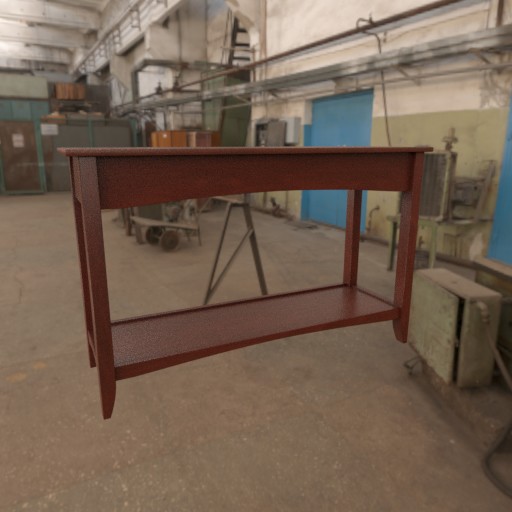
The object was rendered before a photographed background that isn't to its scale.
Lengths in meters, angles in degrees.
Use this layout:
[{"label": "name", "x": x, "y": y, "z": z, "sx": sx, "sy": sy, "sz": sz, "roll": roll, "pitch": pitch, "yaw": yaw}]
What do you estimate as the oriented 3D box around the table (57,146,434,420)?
[{"label": "table", "x": 0.000, "y": 0.000, "z": 1.552, "sx": 1.188, "sy": 0.739, "sz": 0.392, "roll": -7, "pitch": 16, "yaw": -25}]
